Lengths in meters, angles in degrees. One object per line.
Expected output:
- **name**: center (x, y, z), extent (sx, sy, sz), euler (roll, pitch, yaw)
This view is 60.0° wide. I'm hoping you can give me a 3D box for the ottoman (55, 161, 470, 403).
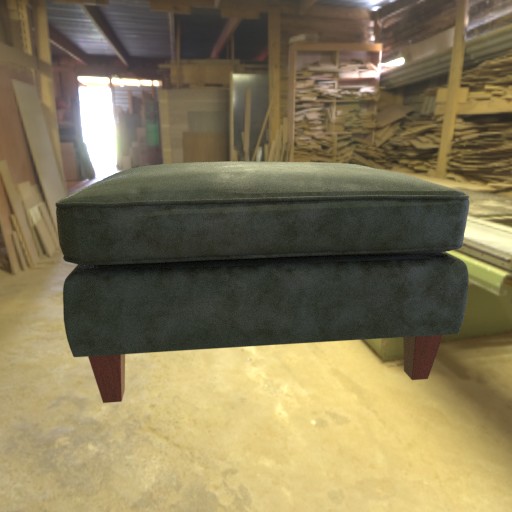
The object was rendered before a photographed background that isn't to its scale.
- **ottoman**: center (0.000, 0.000, 1.214), extent (0.864, 0.495, 0.632), euler (-2, 16, -7)
